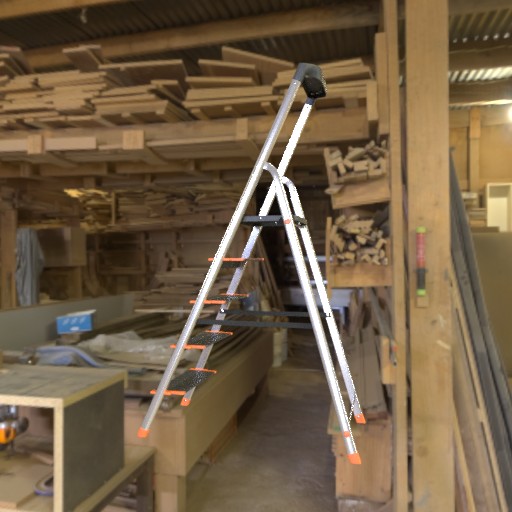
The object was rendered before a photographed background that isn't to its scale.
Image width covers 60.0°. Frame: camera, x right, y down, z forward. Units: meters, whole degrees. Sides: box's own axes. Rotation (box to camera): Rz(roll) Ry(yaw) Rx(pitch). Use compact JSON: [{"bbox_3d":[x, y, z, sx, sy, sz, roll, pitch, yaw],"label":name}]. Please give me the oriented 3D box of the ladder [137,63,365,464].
[{"bbox_3d":[0.000,0.000,2.113,0.995,1.646,0.480,0,0,16],"label":"ladder"}]
